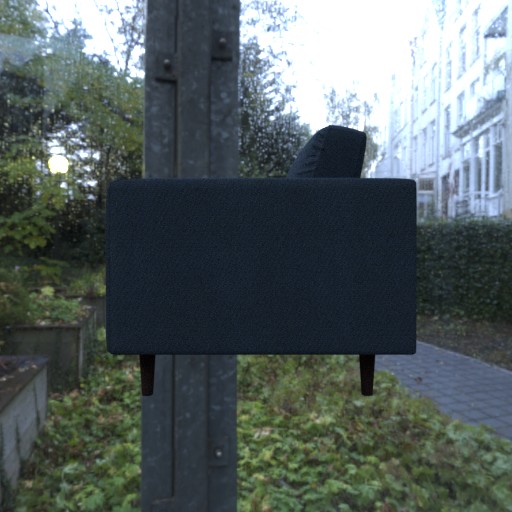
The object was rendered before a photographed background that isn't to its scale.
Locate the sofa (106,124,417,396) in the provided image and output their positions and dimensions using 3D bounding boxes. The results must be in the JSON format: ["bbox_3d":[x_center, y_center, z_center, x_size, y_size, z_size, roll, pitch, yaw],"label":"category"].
[{"bbox_3d":[0.000,0.000,2.126,0.999,0.930,1.518,0,0,0],"label":"sofa"}]
